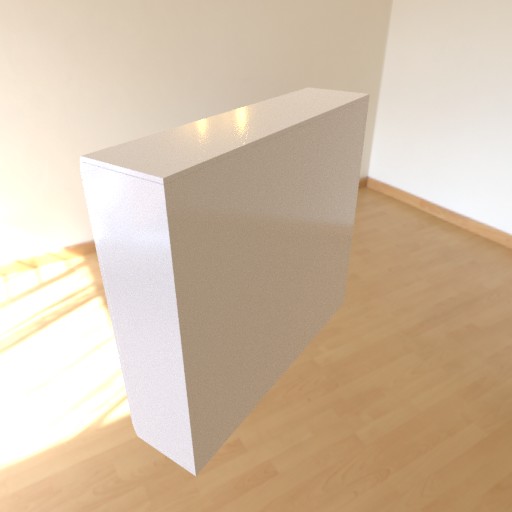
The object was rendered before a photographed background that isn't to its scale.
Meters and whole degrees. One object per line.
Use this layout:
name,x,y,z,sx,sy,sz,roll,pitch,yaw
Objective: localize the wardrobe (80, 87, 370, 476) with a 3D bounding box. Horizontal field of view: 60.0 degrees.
wardrobe,0.000,0.000,1.952,0.360,1.200,1.340,19,35,29
